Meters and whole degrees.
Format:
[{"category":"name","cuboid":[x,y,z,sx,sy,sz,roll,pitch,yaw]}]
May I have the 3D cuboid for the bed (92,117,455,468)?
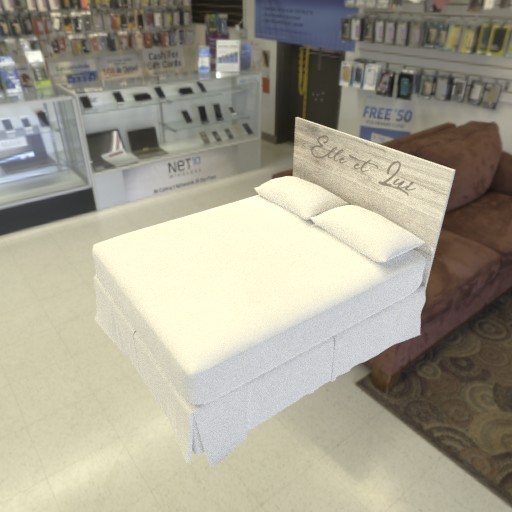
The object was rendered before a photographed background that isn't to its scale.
[{"category":"bed","cuboid":[0.000,0.000,3.241,2.094,1.335,1.745,-20,37,-29]}]
